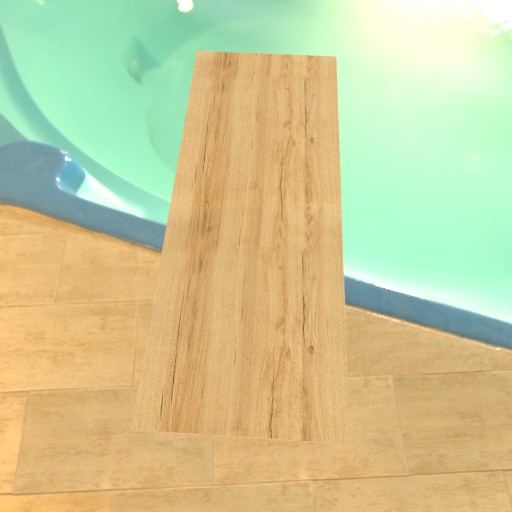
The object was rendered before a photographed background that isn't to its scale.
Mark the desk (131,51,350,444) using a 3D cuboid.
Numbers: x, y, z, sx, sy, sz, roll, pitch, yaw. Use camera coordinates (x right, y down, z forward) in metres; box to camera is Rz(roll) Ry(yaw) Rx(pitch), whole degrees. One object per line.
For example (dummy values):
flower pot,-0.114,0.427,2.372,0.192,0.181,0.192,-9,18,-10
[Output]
desk,0.000,0.000,1.766,0.550,0.760,1.400,3,63,2
